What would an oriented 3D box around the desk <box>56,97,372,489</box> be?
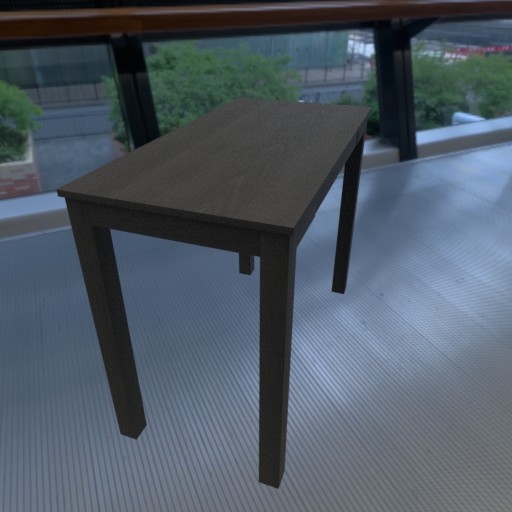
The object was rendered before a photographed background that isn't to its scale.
[{"bbox_3d":[0.000,0.000,1.418,0.499,0.762,0.991,11,32,17],"label":"desk"}]
